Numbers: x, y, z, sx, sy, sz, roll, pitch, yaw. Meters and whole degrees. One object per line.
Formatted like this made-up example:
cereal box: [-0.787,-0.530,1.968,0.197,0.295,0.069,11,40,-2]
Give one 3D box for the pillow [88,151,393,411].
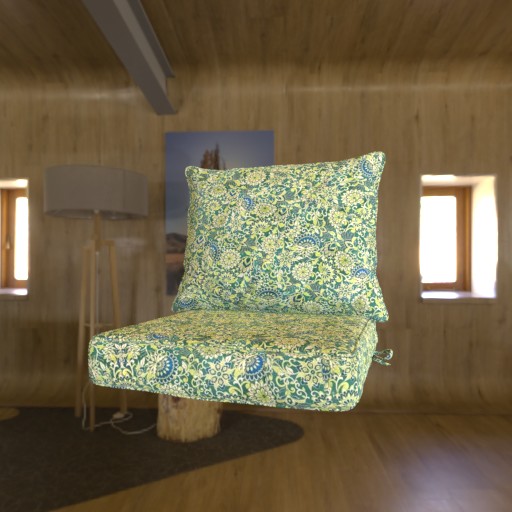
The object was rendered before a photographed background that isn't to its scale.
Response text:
pillow: [0.000,0.000,1.371,0.798,0.722,0.740,0,0,18]
